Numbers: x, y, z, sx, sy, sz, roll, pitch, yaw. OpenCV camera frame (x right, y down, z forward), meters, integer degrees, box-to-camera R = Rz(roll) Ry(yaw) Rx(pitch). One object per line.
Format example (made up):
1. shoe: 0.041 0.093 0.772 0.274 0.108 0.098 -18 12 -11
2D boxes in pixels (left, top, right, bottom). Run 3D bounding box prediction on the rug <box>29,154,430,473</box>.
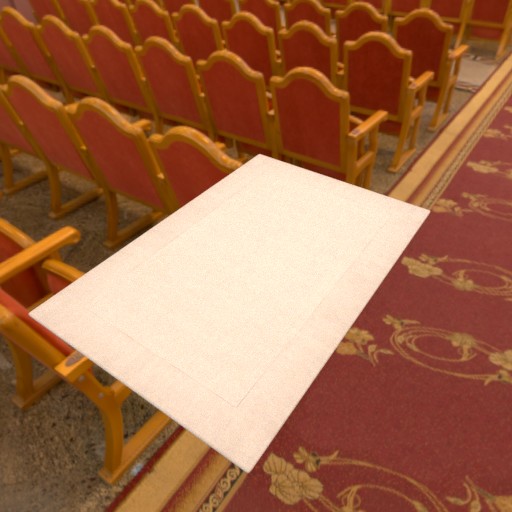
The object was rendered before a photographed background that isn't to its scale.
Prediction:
1. rug: 0.000 0.000 2.290 1.219 0.013 1.829 24 46 26
